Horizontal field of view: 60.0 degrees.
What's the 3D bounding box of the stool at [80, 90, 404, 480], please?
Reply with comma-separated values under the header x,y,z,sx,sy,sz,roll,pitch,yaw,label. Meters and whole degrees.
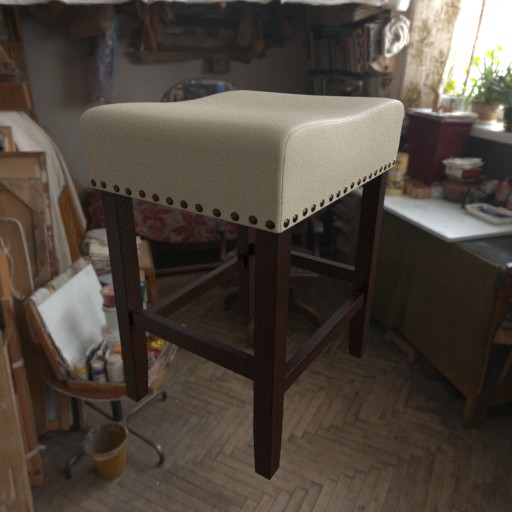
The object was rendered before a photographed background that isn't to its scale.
x,y,z,sx,sy,sz,roll,pitch,yaw,label
0.000,0.000,0.919,0.401,0.609,0.471,16,29,31,stool
